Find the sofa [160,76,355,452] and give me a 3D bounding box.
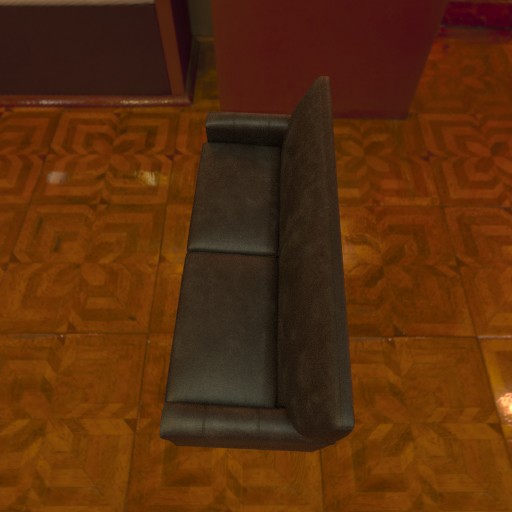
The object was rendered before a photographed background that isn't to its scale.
[{"bbox_3d":[0.000,0.000,2.539,0.805,0.947,2.053,2,58,1],"label":"sofa"}]
